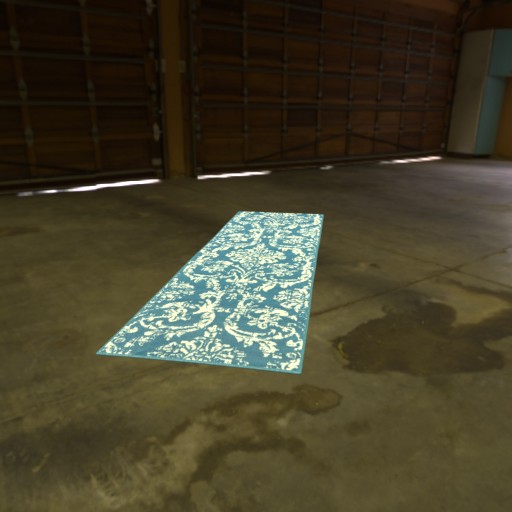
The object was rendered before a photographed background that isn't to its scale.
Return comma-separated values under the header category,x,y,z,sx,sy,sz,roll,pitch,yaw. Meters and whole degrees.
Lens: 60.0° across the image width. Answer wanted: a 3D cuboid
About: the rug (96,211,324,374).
category,x,y,z,sx,sy,sz,roll,pitch,yaw
rug,0.000,0.000,2.400,0.662,0.011,2.196,3,18,10
